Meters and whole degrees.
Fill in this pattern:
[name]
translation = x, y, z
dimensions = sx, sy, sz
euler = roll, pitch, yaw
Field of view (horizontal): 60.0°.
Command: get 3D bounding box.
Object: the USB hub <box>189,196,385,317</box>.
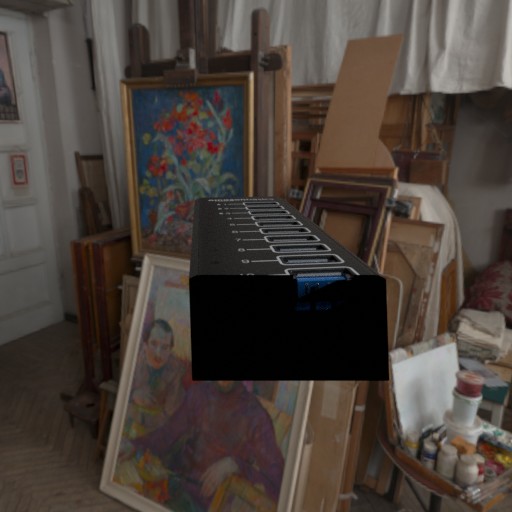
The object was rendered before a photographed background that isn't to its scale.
[USB hub]
translation = 0.000, 0.000, 0.159
dimensions = 0.044, 0.023, 0.145
euler = -2, 16, -7
